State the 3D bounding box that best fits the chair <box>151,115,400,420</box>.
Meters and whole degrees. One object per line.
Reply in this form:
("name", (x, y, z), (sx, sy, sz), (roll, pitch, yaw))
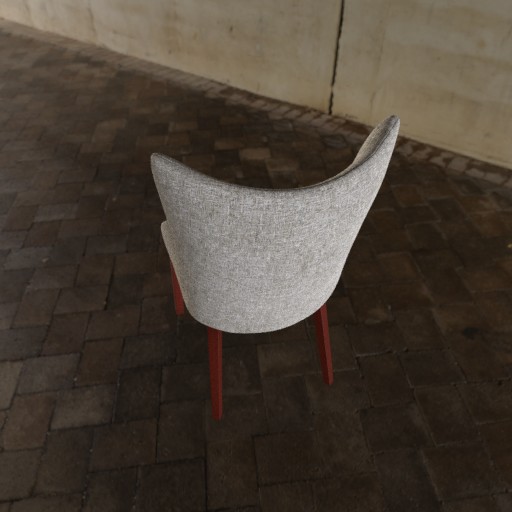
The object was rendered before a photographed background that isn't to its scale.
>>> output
("chair", (0.000, 0.000, 1.307), (0.535, 0.924, 0.623), (-13, 42, -14))
